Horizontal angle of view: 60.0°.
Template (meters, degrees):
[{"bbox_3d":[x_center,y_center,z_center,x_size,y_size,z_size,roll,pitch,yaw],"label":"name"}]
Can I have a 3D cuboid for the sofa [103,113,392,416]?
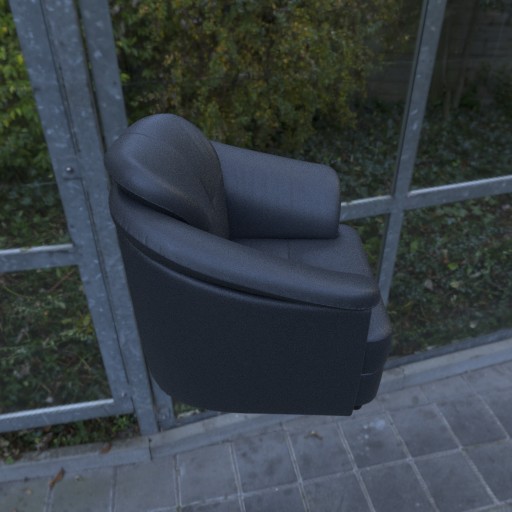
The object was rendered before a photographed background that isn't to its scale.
[{"bbox_3d":[0.000,0.000,1.458,0.794,0.811,0.870,1,32,1],"label":"sofa"}]
